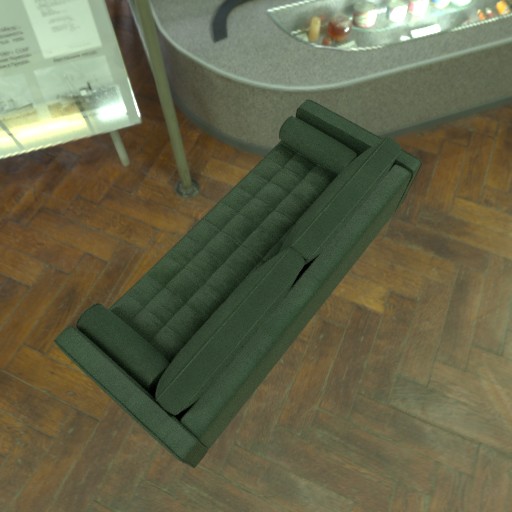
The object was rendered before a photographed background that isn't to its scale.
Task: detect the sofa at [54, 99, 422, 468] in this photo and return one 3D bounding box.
[{"bbox_3d":[0.000,0.000,2.649,0.918,0.769,2.199,35,67,17],"label":"sofa"}]
